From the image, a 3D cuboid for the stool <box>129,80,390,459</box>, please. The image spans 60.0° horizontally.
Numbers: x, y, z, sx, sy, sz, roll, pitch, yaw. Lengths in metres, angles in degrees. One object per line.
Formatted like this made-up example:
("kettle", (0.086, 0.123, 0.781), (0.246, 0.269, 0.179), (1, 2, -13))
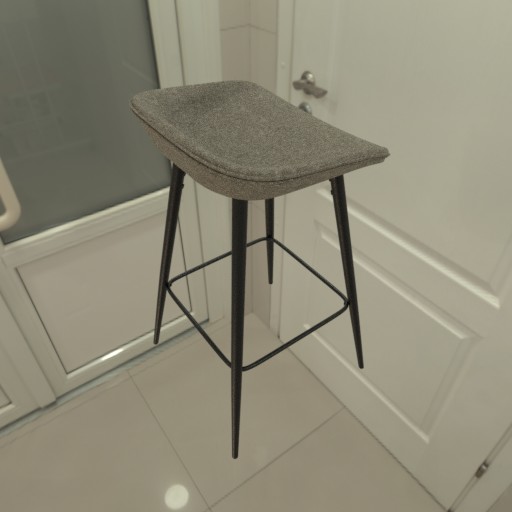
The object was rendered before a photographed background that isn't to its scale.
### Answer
("stool", (0.000, 0.000, 1.121), (0.480, 0.814, 0.469), (-26, 47, -26))
